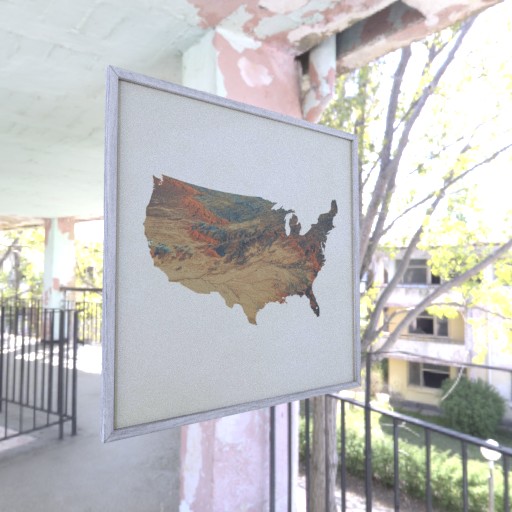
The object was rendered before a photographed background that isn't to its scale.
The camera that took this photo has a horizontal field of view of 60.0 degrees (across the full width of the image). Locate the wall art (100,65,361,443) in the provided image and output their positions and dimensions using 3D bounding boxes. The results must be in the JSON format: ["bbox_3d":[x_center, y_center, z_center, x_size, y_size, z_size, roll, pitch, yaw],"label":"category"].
[{"bbox_3d":[0.000,0.000,0.750,0.508,0.507,0.016,2,-3,-36],"label":"wall art"}]
